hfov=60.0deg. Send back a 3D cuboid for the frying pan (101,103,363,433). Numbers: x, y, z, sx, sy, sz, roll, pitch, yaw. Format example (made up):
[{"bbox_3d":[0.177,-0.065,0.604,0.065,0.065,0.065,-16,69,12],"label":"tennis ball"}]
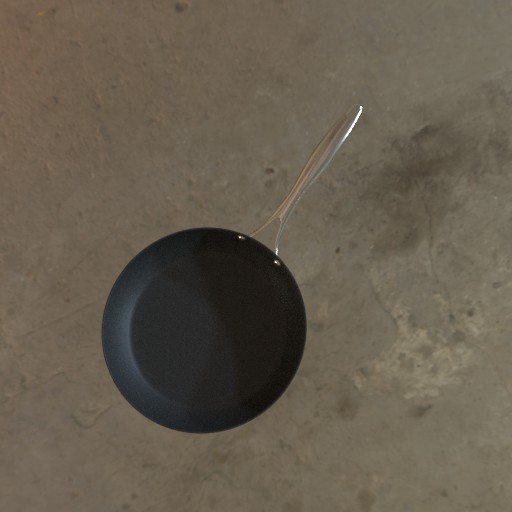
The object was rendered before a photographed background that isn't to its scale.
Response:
[{"bbox_3d":[0.000,0.000,0.575,0.255,0.105,0.472,35,77,10],"label":"frying pan"}]
